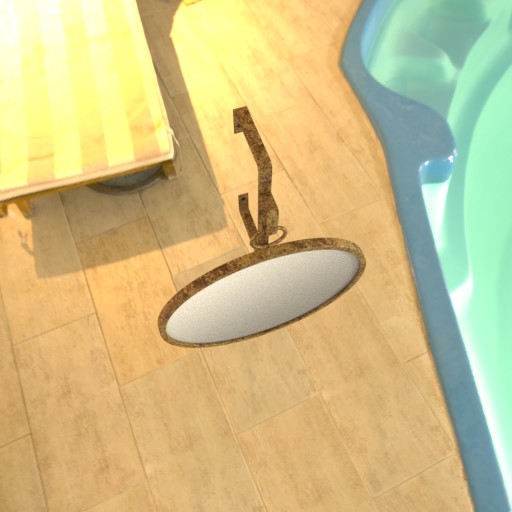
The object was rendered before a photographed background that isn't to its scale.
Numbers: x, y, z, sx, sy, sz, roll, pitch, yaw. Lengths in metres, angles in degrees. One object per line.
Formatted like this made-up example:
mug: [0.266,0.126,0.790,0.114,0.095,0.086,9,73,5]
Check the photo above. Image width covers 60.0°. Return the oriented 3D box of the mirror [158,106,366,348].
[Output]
mirror: [0.000,0.000,0.864,0.447,0.651,0.144,-17,65,-8]
